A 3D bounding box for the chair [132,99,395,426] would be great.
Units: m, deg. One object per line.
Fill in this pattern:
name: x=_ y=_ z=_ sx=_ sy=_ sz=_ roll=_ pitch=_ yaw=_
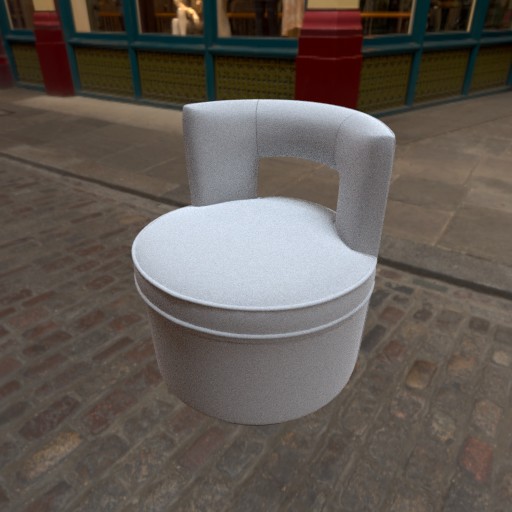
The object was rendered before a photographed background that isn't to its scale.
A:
chair: x=0.000 y=0.000 z=1.226 sx=0.650 sy=0.723 sz=0.665 roll=18 pitch=34 yaw=28
